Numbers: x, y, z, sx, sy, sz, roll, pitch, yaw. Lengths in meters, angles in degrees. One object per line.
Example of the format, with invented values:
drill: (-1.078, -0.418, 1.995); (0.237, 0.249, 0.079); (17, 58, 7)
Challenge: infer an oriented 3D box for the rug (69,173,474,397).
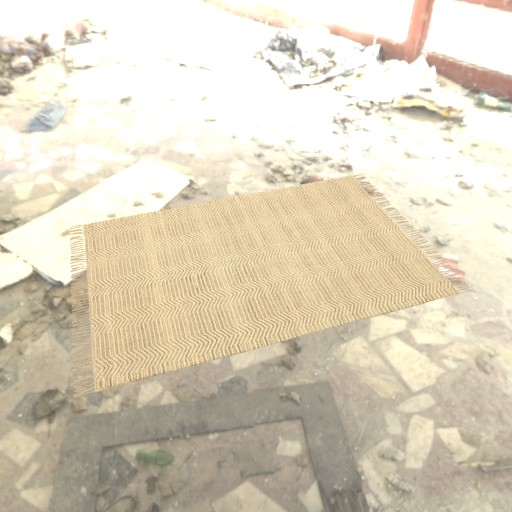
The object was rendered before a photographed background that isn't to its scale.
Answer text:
rug: (0.000, 0.000, 2.513); (2.021, 0.027, 1.224); (-12, 43, -14)
